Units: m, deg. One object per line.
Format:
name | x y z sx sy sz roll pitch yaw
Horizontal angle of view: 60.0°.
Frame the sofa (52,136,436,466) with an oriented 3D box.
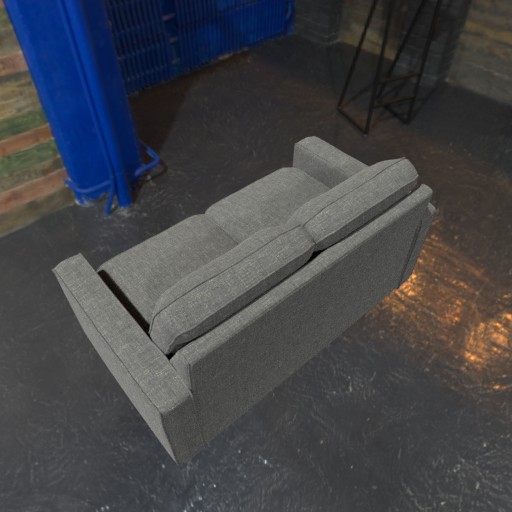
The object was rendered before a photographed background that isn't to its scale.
sofa | 0.000 0.000 2.259 1.709 0.918 0.947 -32 55 -26
